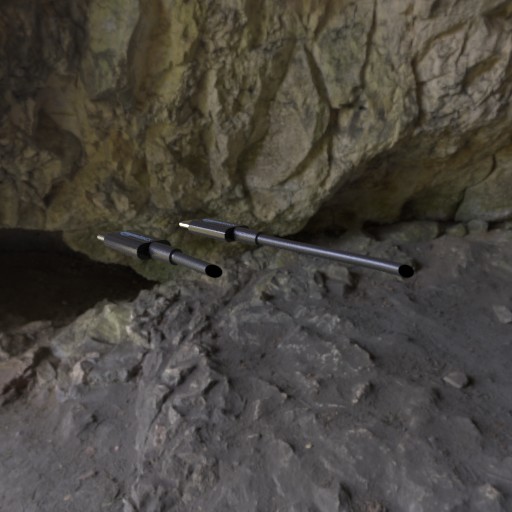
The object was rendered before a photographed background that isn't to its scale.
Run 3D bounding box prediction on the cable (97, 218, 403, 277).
[{"bbox_3d":[0.000,0.000,0.113,0.041,0.005,0.098,-14,20,-42],"label":"cable"}]
